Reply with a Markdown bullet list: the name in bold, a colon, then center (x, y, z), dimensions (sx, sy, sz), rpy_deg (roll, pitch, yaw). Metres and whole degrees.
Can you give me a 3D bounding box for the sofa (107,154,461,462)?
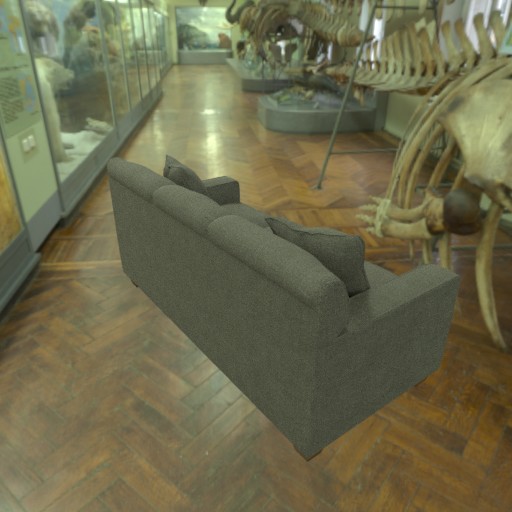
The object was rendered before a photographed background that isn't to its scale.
- **sofa**: center (0.000, 0.000, 2.618), dimensions (0.997, 0.958, 2.024), rpy_deg (-18, 32, -32)
